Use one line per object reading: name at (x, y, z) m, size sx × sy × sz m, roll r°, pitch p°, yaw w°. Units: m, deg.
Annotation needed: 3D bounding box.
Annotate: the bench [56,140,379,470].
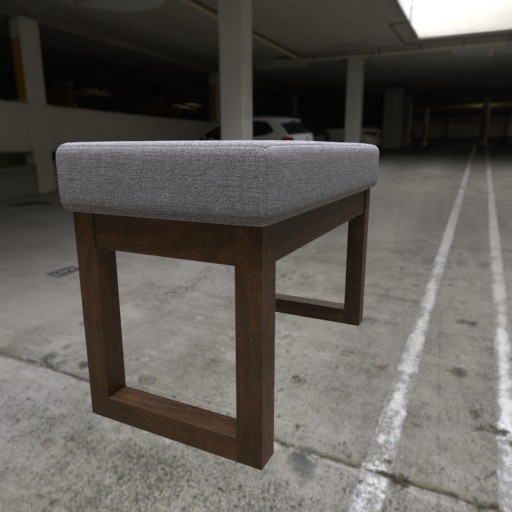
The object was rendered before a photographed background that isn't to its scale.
bench at (0.000, 0.000, 0.941) m, size 0.366 × 0.467 × 0.681 m, roll 7°, pitch 15°, yaw 25°
